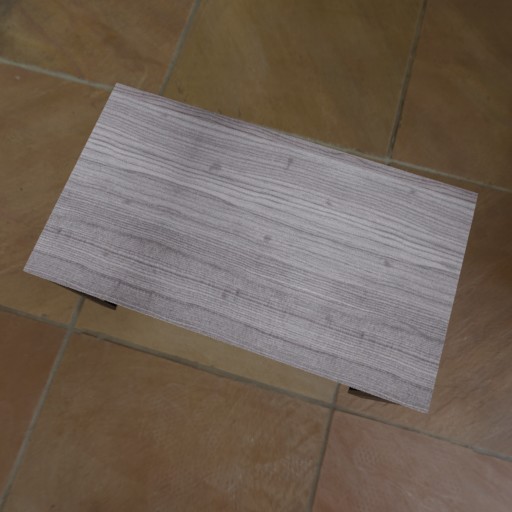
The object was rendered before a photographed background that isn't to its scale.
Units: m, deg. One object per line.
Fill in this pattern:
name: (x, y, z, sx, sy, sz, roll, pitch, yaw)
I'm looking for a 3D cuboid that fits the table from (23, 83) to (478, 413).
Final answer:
table: (0.000, 0.000, 2.088, 1.579, 0.736, 0.881, 18, 75, 5)
